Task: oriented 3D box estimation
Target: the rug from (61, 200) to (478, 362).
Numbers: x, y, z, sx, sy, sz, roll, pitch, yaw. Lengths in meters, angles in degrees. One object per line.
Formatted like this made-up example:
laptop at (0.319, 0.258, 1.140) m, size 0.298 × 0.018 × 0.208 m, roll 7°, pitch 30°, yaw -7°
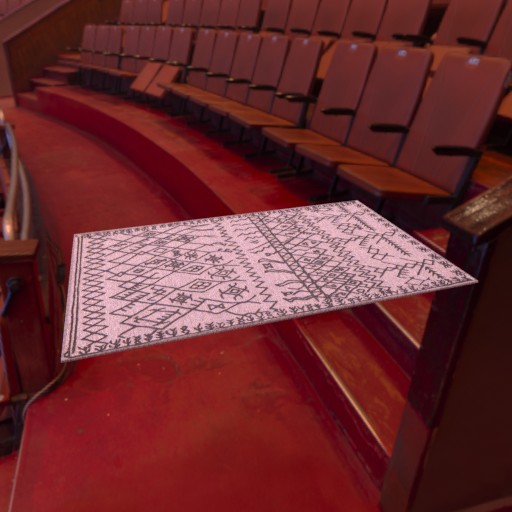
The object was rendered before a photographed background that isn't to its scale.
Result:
rug at (0.000, 0.000, 3.090) m, size 2.444 × 0.012 × 1.526 m, roll -8°, pitch 29°, yaw -16°
